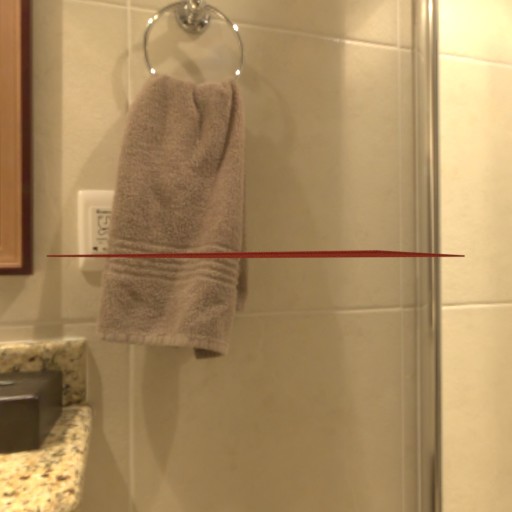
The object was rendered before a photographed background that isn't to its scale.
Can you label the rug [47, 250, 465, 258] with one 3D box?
[{"bbox_3d":[0.000,0.000,2.886,2.211,0.013,1.593,0,-1,36],"label":"rug"}]
